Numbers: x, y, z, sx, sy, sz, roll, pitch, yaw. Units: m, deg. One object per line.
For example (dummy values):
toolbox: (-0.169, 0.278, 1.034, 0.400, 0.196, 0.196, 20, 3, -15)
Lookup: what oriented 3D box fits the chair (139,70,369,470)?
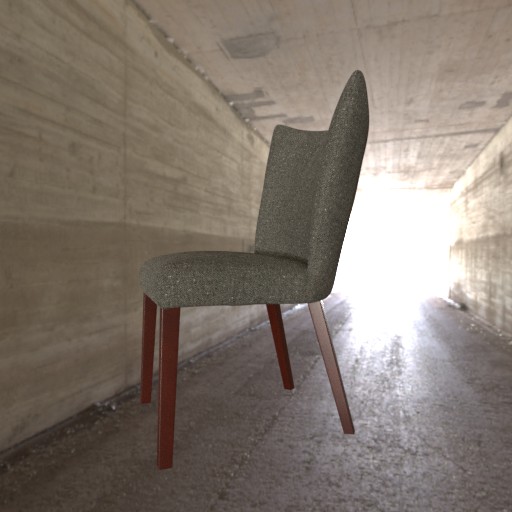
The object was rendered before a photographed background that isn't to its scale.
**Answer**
chair: (0.000, 0.000, 1.281, 0.623, 0.924, 0.535, 0, 1, -19)
